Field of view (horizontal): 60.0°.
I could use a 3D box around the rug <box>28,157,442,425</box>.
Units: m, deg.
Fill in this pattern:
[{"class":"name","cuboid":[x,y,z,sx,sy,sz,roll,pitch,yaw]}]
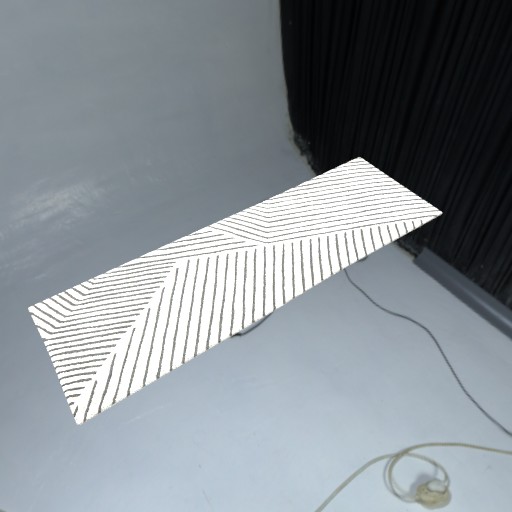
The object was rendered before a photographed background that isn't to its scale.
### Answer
[{"class":"rug","cuboid":[0.000,0.000,2.629,2.439,0.020,0.773,-27,53,-23]}]
